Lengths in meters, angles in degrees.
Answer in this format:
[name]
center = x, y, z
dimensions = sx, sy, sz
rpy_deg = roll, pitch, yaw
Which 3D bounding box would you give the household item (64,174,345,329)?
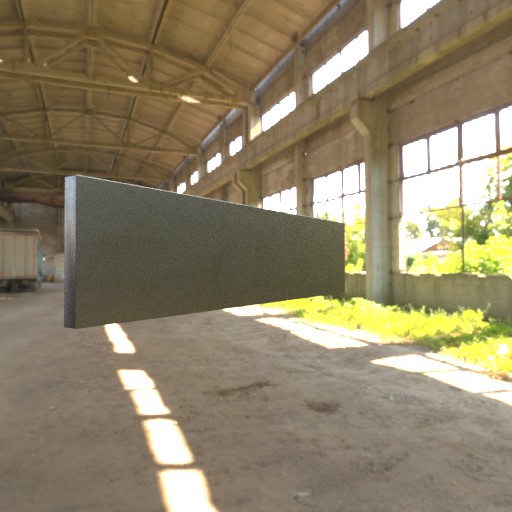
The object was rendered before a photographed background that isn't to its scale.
[household item]
center = 0.000, 0.000, 1.094
dimensions = 0.030, 0.236, 1.001
rpy_deg = -1, -1, 35
